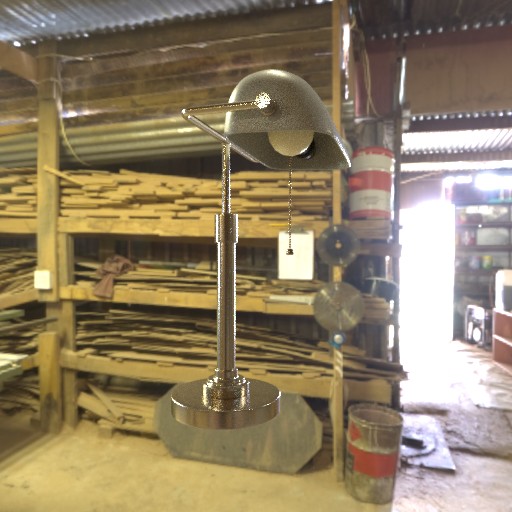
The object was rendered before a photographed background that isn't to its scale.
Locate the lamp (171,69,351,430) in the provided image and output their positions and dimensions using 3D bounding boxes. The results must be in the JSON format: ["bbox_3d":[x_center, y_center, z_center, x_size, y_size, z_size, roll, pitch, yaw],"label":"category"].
[{"bbox_3d":[0.000,0.000,0.572,0.227,0.404,0.269,0,0,18],"label":"lamp"}]
